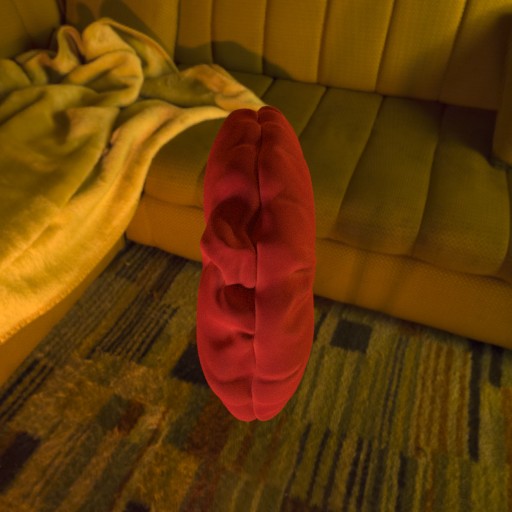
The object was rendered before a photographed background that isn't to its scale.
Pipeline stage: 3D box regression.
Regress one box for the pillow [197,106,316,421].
[{"bbox_3d":[0.000,0.000,0.640,0.148,0.407,0.428,0,43,0],"label":"pillow"}]
